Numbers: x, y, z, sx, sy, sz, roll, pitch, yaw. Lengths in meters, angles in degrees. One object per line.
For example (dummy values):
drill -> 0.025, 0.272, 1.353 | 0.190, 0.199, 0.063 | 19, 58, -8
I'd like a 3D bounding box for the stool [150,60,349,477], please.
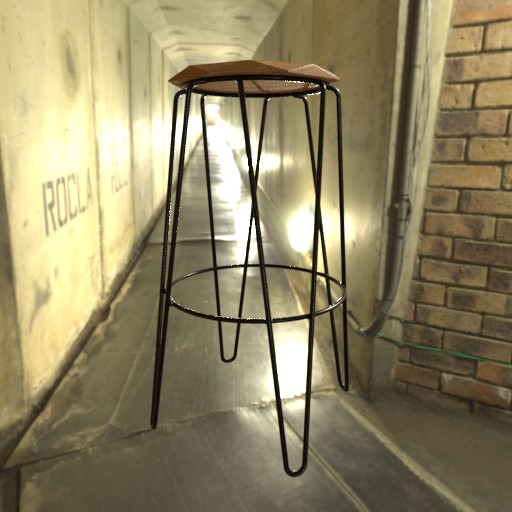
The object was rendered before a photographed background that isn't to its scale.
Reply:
stool -> 0.000, 0.000, 0.797 | 0.326, 0.610, 0.326 | 7, 15, 26
